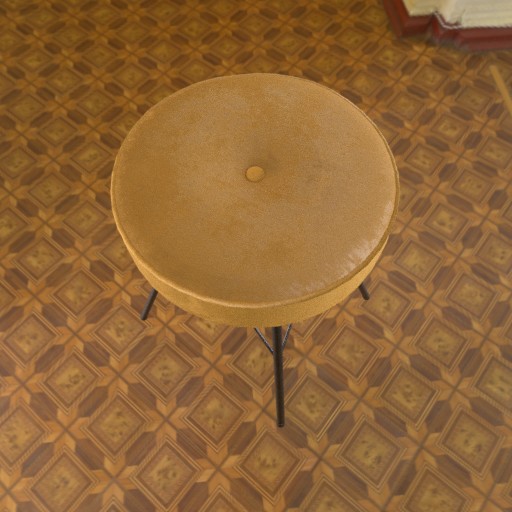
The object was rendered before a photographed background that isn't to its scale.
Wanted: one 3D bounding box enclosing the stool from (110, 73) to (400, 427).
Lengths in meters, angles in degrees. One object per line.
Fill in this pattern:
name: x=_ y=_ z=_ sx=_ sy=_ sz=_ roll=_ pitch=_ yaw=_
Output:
stool: x=0.000 y=0.000 z=0.907 sx=0.472 sy=0.595 sz=0.438 roll=36 pitch=68 yaw=17
